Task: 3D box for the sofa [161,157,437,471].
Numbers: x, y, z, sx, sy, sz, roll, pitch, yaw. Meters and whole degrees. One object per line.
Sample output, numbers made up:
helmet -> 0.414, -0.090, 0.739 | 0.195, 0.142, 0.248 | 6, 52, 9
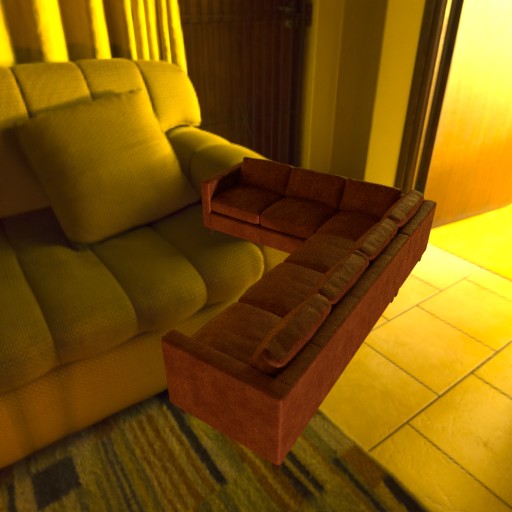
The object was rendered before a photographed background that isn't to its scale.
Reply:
sofa -> 0.000, 0.000, 4.203 | 2.438, 0.838, 3.150 | 19, 35, 29
